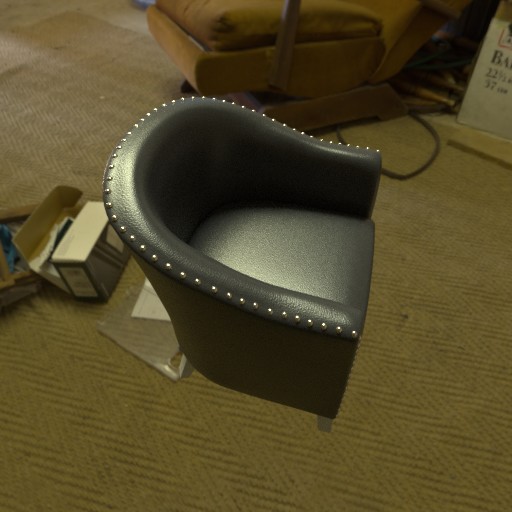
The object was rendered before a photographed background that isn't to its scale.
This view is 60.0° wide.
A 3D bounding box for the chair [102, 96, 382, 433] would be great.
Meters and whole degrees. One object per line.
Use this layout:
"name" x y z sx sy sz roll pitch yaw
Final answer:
"chair" 0.000 0.000 1.456 0.748 0.823 0.794 11 47 10
